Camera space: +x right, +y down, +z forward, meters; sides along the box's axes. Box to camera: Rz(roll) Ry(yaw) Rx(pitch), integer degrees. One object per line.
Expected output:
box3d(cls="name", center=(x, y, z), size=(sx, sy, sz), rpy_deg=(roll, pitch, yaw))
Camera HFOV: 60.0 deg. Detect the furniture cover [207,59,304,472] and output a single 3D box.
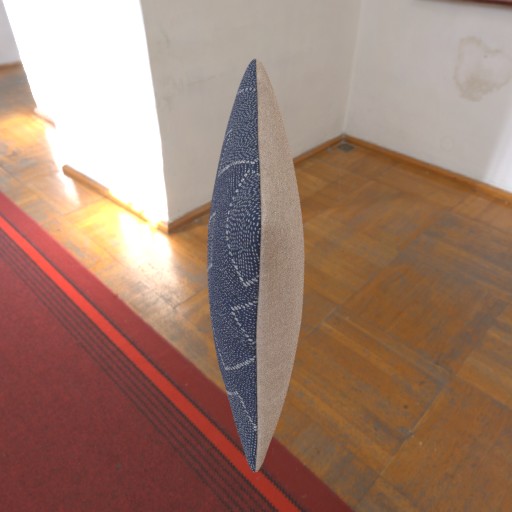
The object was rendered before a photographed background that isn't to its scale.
box3d(cls="furniture cover", center=(0.000, 0.000, 0.761), size=(0.162, 0.503, 0.511), rpy_deg=(0, 40, 0))
